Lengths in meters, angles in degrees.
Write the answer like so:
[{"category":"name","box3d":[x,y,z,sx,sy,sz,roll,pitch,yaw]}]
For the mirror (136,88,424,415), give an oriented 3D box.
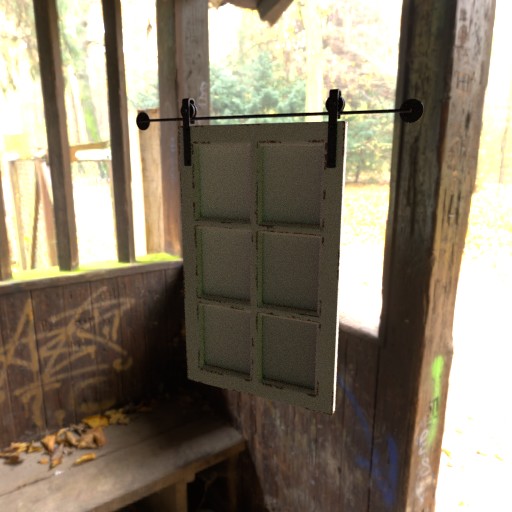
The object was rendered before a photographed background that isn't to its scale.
[{"category":"mirror","box3d":[0.000,0.000,1.220,0.808,0.844,0.037,6,14,25]}]
